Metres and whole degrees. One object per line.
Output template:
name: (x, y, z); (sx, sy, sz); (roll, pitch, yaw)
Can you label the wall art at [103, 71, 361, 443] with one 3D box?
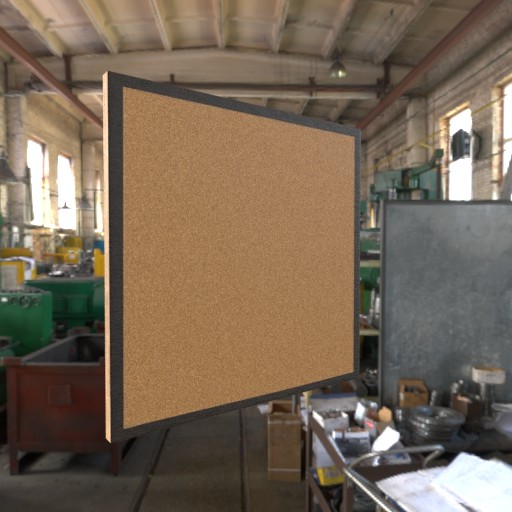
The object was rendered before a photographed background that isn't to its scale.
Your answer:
wall art: (0.000, 0.000, 1.037); (0.695, 0.691, 0.029); (-1, 2, -36)
